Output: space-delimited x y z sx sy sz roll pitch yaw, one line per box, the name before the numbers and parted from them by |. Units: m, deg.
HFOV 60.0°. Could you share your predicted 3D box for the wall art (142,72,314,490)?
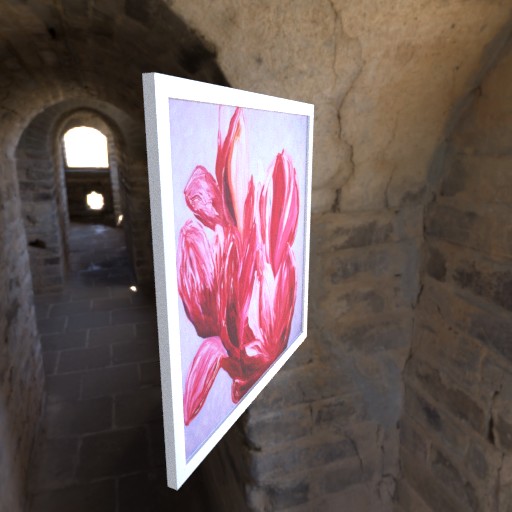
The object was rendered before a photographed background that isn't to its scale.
wall art | 0.000 0.000 0.960 0.020 0.661 0.664 7 16 25
